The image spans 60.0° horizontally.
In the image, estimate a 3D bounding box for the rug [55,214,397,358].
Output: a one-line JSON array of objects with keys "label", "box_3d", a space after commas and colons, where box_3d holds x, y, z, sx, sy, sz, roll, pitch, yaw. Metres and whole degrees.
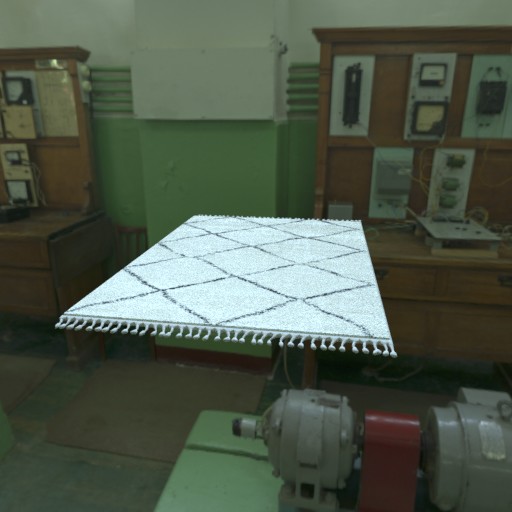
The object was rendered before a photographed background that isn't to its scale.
[{"label": "rug", "box_3d": [0.000, 0.000, 2.924, 1.494, 0.031, 2.307, 3, 18, 9]}]
